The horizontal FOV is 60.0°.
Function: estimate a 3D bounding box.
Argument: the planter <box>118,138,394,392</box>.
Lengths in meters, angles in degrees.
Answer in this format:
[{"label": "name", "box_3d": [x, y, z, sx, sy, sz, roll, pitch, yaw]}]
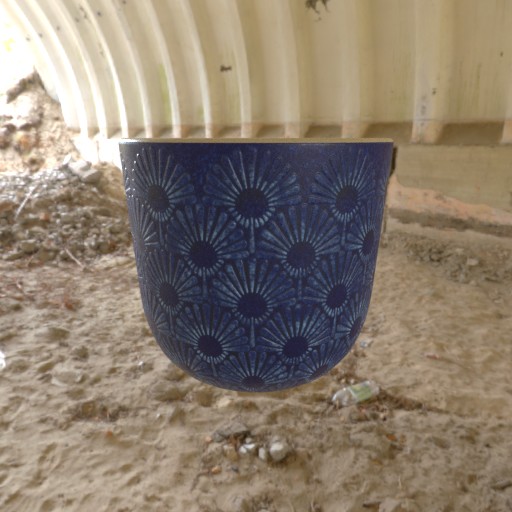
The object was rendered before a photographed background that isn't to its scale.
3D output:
[{"label": "planter", "box_3d": [0.000, 0.000, 0.370, 0.206, 0.190, 0.206, 0, 15, 0]}]
